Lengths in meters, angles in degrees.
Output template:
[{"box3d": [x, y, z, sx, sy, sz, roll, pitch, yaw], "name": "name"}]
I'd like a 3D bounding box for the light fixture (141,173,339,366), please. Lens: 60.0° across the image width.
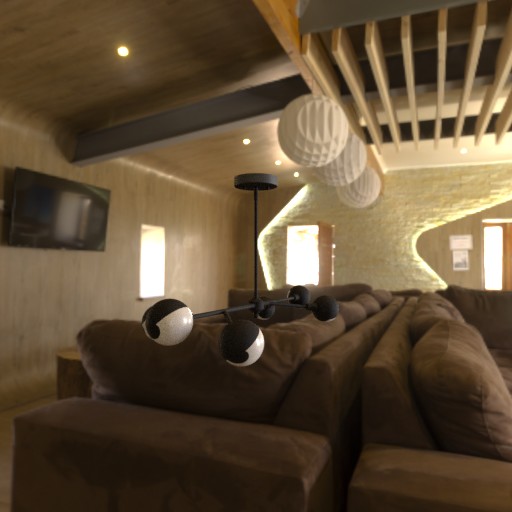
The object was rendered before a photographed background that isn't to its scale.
[{"box3d": [0.000, 0.000, 1.019, 0.434, 0.362, 0.778, -2, -3, 37], "name": "light fixture"}]
